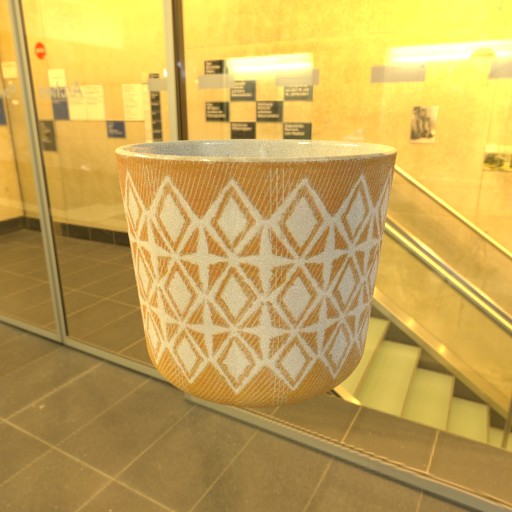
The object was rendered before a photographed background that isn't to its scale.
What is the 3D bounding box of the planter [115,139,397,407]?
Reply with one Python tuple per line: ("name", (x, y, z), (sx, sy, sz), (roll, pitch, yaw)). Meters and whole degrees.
("planter", (0.000, 0.000, 0.341), (0.193, 0.165, 0.193), (0, 18, 0))
